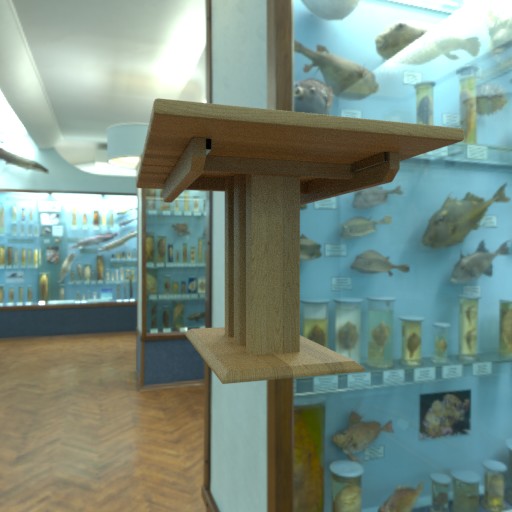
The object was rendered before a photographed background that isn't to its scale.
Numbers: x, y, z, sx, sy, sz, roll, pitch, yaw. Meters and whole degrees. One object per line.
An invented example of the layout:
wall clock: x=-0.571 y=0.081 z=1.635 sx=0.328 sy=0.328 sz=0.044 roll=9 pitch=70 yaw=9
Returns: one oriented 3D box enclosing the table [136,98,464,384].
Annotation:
table: x=0.000 y=0.000 z=1.805 sx=0.900 sy=0.770 sz=1.300 roll=0 pitch=1 yaw=-17
